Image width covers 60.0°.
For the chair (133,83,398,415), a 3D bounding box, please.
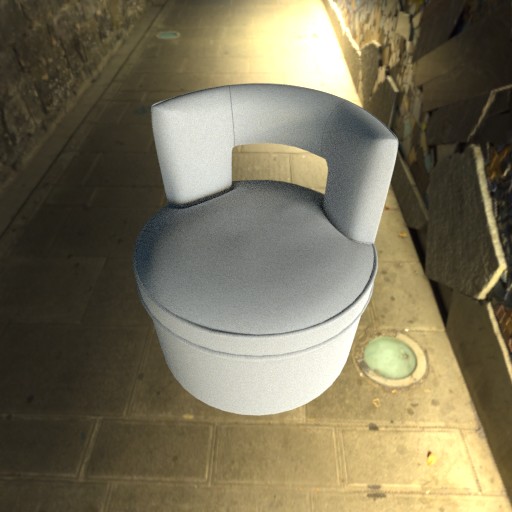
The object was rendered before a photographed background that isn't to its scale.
[{"bbox_3d":[0.000,0.000,1.229,0.650,0.723,0.665,12,44,12],"label":"chair"}]
